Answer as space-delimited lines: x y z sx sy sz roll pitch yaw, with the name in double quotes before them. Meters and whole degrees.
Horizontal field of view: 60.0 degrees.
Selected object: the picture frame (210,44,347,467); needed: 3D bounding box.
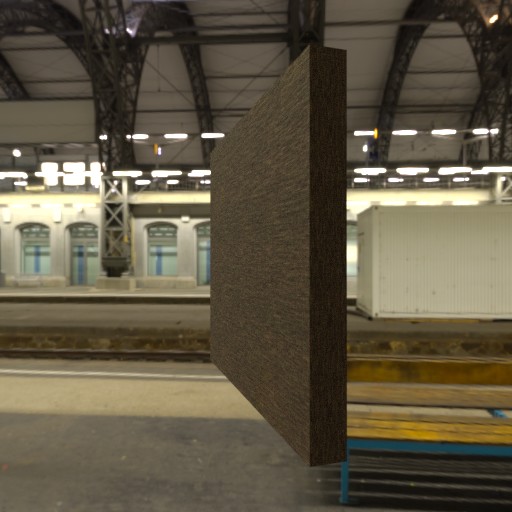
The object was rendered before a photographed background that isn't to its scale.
"picture frame" 0.000 0.000 0.531 0.033 0.330 0.378 0 0 -18
